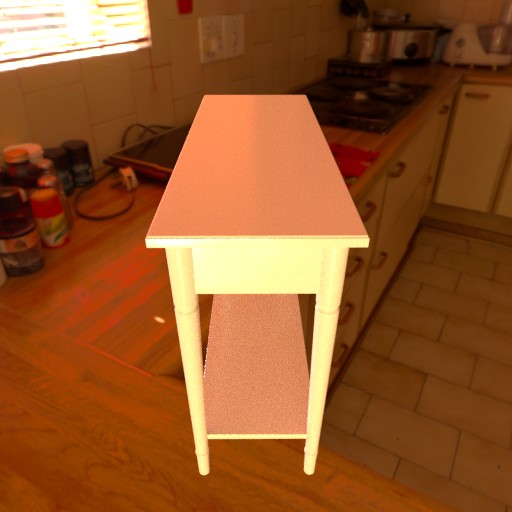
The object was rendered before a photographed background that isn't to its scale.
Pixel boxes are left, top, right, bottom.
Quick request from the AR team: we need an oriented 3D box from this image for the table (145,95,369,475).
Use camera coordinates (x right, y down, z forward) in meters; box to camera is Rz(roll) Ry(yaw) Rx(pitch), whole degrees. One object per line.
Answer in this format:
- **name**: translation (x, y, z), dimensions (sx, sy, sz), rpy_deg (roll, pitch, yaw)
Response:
- **table**: translation (0.000, 0.000, 1.401), dimensions (0.381, 0.749, 1.067), rpy_deg (0, 32, 0)
